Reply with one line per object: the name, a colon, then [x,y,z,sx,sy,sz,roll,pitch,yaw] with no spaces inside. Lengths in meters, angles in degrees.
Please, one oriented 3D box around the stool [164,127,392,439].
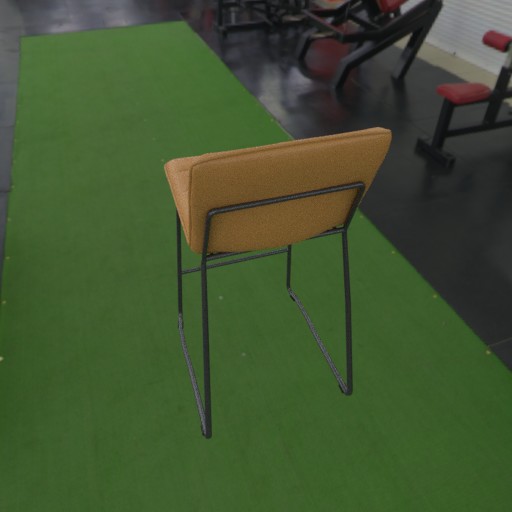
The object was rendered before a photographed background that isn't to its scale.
stool: [0.000,0.000,1.256,0.489,0.936,0.524,-12,43,-13]
